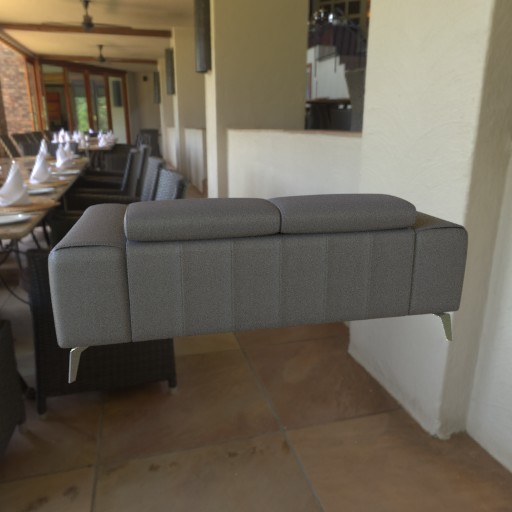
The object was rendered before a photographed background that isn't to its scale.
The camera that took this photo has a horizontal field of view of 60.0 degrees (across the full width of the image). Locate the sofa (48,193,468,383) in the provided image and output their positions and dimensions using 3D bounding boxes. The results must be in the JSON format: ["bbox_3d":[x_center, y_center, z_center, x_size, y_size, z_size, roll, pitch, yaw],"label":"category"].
[{"bbox_3d":[0.000,0.000,2.474,1.930,0.753,1.024,-3,17,-12],"label":"sofa"}]
